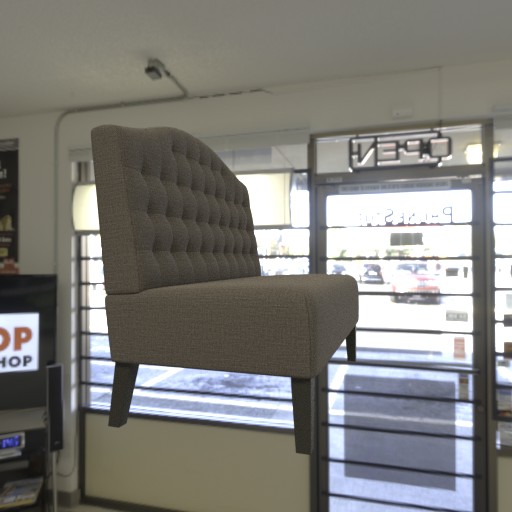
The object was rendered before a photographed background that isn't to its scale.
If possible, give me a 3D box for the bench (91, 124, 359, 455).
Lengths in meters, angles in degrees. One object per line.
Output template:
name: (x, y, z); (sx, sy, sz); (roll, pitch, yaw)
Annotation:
bench: (0.000, 0.000, 2.041); (0.815, 1.180, 1.335); (0, 0, 19)
